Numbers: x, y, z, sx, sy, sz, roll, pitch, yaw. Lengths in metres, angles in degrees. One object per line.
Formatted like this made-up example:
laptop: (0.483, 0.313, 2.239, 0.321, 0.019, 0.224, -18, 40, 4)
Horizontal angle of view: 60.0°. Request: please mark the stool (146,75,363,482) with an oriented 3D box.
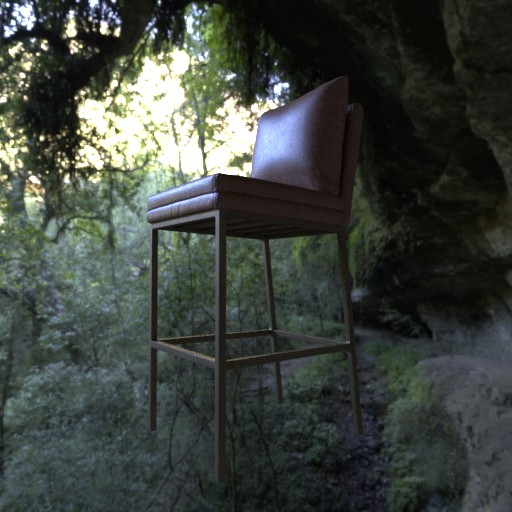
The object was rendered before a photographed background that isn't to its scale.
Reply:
stool: (0.000, 0.000, 1.433, 0.571, 1.124, 0.463, 1, -2, -36)
